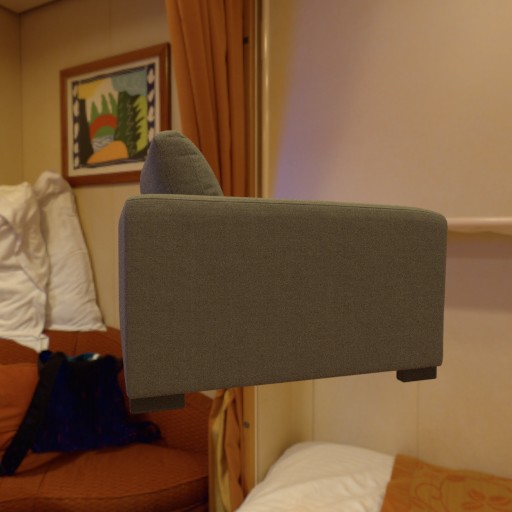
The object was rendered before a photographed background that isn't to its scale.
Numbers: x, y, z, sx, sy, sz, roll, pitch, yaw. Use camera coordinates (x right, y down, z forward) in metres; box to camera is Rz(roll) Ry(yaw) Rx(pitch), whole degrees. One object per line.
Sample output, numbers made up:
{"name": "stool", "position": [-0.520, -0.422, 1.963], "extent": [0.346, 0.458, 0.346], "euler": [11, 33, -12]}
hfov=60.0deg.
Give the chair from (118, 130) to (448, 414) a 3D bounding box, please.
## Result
{"name": "chair", "position": [0.000, 0.000, 1.877], "extent": [1.100, 0.847, 1.070], "euler": [-1, 2, -18]}
